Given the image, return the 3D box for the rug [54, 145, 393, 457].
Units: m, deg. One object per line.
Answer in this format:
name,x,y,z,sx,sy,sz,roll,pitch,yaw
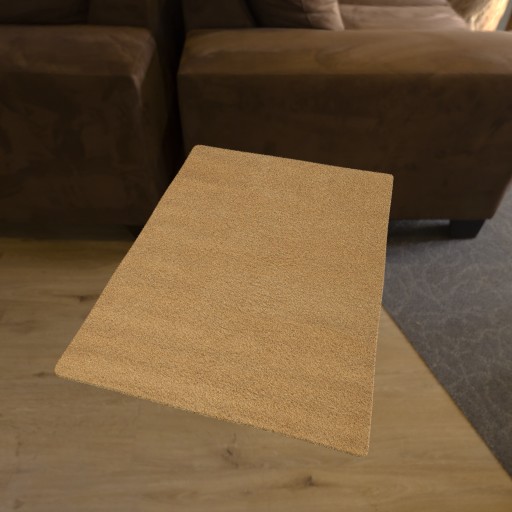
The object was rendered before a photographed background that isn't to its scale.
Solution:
rug,0.000,0.000,2.119,1.199,0.025,1.600,11,48,10
